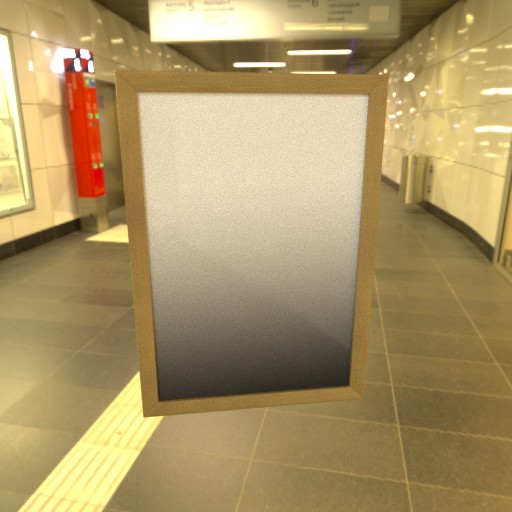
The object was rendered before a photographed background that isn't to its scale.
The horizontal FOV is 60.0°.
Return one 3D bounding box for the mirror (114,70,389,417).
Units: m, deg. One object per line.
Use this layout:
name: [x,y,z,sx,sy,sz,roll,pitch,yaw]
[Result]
mirror: [0.000,0.000,0.929,0.507,0.710,0.040,-2,16,-8]
